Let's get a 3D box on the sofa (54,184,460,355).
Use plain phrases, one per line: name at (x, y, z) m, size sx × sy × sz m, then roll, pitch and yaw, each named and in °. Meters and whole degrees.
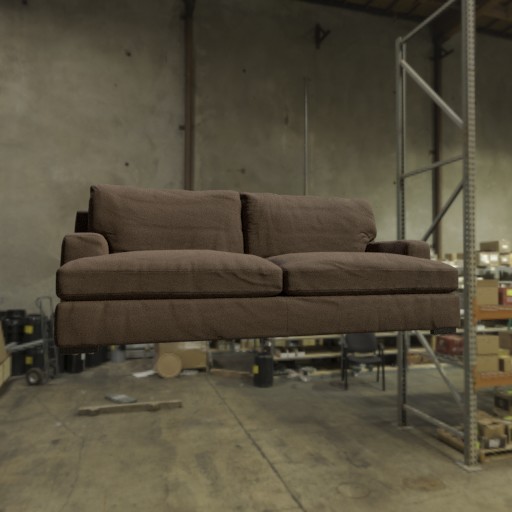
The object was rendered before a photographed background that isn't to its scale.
sofa at (0.000, 0.000, 2.845) m, size 2.274 × 0.950 × 1.140 m, roll 0°, pitch -2°, yaw -17°
